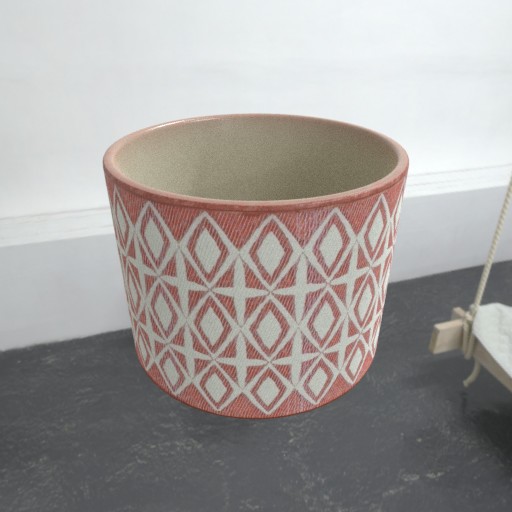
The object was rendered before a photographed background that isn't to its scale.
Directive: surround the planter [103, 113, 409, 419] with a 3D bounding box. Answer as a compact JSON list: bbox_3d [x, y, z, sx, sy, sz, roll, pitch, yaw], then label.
[{"bbox_3d":[0.000,0.000,0.470,0.273,0.237,0.273,0,30,0],"label":"planter"}]
